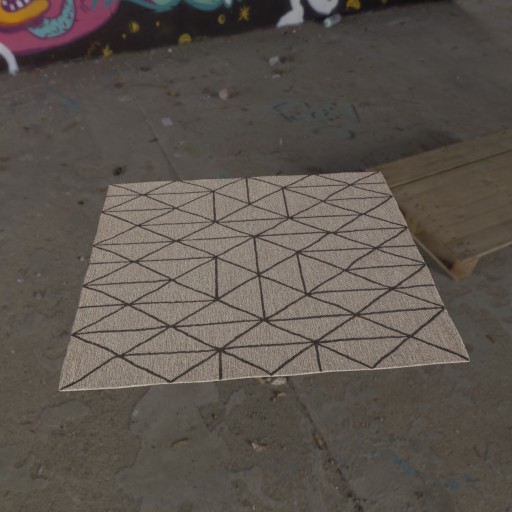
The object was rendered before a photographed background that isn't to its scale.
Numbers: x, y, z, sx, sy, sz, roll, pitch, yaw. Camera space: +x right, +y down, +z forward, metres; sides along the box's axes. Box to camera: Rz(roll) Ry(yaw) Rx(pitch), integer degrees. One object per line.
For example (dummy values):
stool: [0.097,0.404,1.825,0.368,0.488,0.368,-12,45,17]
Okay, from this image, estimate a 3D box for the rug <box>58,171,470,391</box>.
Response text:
rug: [0.000,0.000,4.095,3.061,0.022,2.468,-3,46,-3]
